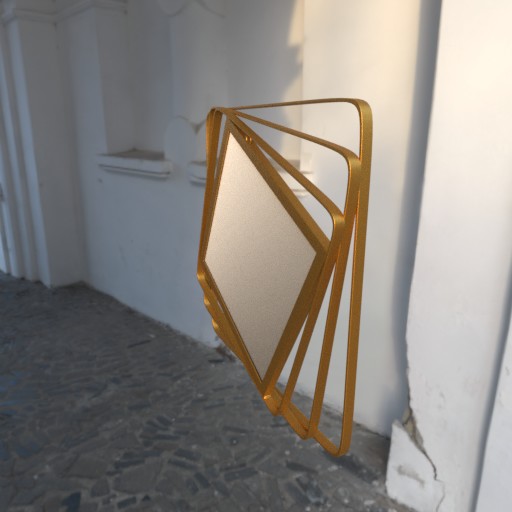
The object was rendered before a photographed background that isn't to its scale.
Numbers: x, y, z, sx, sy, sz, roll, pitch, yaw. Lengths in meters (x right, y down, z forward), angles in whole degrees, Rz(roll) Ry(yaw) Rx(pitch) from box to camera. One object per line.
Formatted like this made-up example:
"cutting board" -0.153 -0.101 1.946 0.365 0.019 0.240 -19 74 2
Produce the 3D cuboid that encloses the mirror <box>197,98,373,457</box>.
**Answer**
"mirror" 0.000 0.000 0.716 0.045 0.468 0.470 -8 18 -26
